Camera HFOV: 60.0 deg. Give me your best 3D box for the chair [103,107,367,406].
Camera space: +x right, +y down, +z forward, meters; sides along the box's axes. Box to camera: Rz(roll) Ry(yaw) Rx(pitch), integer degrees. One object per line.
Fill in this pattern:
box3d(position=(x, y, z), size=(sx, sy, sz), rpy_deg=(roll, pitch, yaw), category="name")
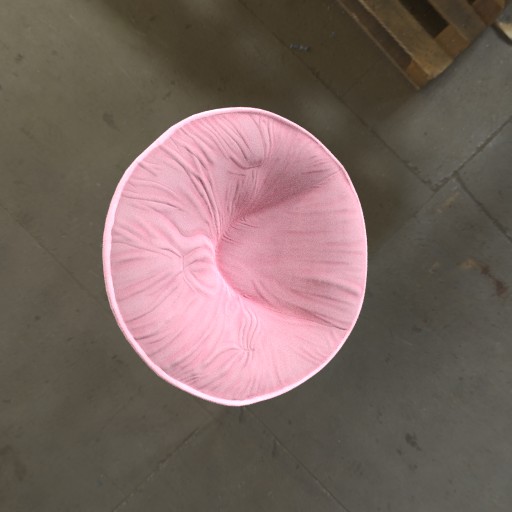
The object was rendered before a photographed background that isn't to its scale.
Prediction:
box3d(position=(0.000, 0.000, 0.900), size=(0.459, 0.494, 0.522), rpy_deg=(0, 90, 0), category="chair")
